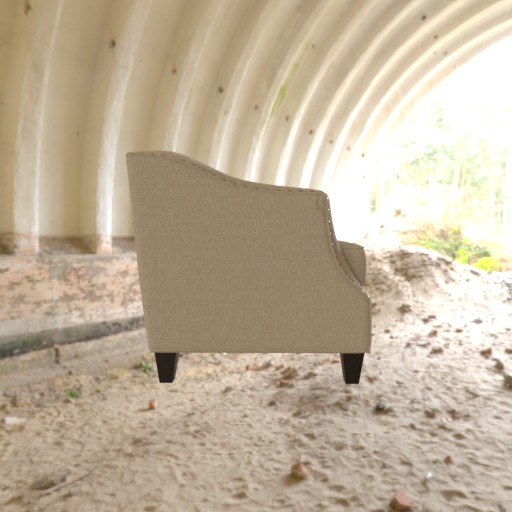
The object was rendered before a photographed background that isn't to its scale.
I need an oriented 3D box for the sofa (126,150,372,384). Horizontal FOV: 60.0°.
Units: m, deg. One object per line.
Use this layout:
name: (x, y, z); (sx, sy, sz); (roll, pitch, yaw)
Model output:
sofa: (0.000, 0.000, 2.715); (0.914, 0.901, 2.235); (0, 1, 1)
